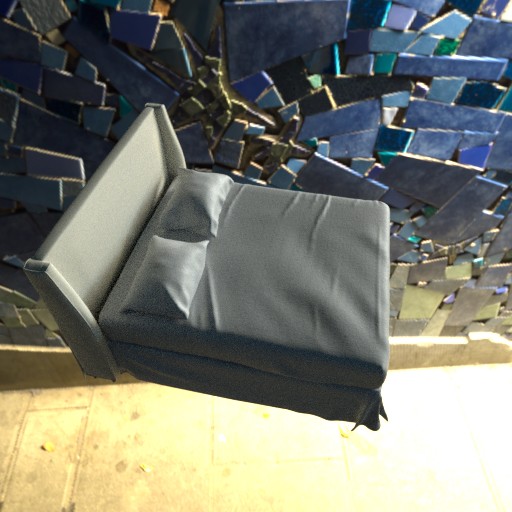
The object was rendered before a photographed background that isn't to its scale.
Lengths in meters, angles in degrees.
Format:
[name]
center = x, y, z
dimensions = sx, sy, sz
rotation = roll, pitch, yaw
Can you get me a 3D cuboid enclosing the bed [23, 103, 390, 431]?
[bed]
center = 0.000, 0.000, 3.392
dimensions = 2.276, 1.332, 1.925
rotation = 9, 48, 8
